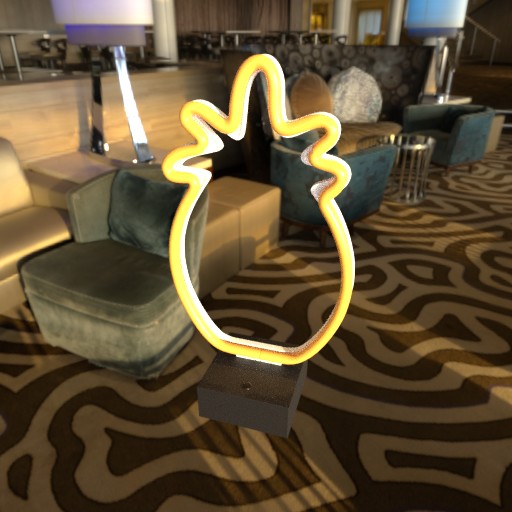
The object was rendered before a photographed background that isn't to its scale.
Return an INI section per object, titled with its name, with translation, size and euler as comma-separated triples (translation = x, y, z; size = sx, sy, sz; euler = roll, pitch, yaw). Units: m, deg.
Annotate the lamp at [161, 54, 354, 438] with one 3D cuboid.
[lamp]
translation = 0.000, 0.000, 0.382
size = 0.167, 0.317, 0.088
euler = 8, 28, 15
